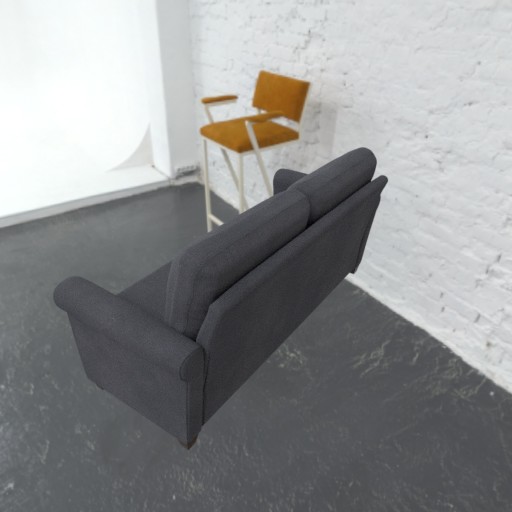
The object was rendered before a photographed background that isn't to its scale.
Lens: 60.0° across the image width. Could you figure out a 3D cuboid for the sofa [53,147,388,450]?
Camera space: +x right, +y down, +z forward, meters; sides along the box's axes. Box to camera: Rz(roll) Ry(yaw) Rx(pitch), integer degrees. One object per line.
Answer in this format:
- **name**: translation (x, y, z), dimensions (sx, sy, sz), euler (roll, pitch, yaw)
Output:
- **sofa**: translation (0.000, 0.000, 2.482), dimensions (0.842, 0.942, 1.935), euler (19, 35, 30)
